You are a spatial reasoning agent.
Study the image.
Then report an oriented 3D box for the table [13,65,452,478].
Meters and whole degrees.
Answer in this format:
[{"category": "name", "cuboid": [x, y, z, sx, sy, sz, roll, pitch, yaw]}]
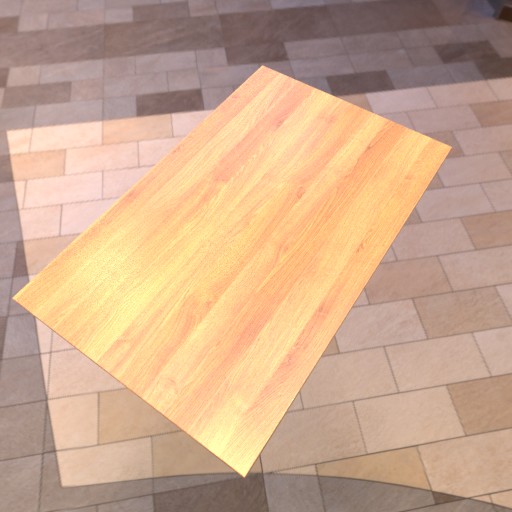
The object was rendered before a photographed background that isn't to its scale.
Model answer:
[{"category": "table", "cuboid": [0.000, 0.000, 1.411, 0.700, 0.442, 1.100, 30, 63, 17]}]
